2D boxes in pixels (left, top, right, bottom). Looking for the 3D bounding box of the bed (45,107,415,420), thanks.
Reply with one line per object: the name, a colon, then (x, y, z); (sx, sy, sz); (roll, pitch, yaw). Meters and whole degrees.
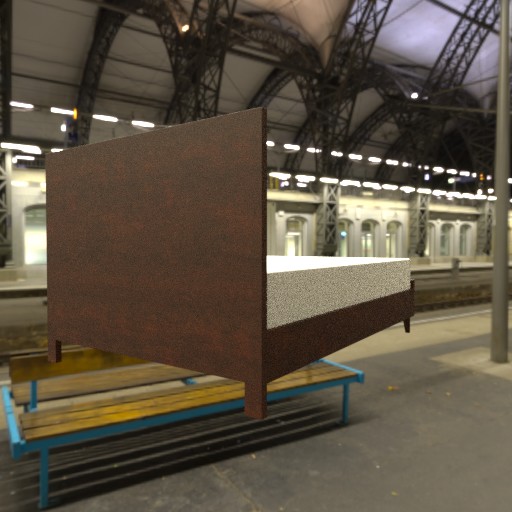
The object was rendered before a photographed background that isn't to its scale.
bed: (0.000, 0.000, 3.148); (1.600, 1.270, 2.184); (1, 2, 35)
